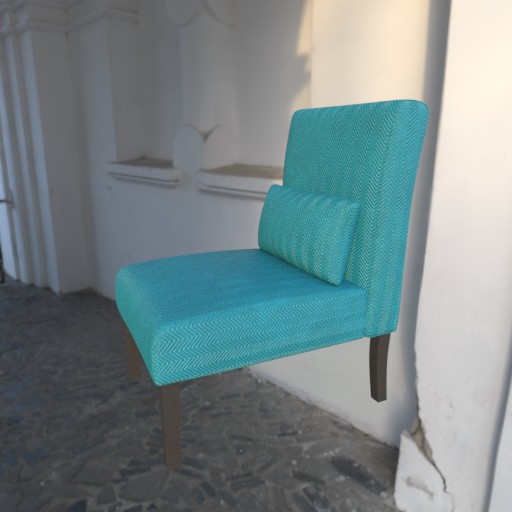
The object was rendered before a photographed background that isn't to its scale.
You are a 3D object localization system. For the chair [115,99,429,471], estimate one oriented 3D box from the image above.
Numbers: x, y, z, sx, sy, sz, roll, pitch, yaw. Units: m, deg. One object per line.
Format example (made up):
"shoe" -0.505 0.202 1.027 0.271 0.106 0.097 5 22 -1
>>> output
"chair" 0.000 0.000 1.406 0.808 0.927 0.579 -7 17 -25
